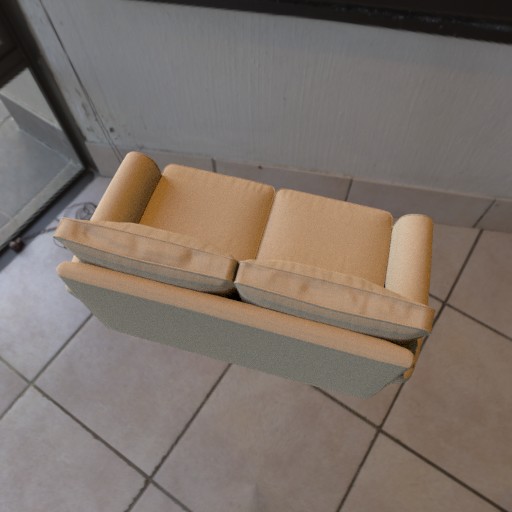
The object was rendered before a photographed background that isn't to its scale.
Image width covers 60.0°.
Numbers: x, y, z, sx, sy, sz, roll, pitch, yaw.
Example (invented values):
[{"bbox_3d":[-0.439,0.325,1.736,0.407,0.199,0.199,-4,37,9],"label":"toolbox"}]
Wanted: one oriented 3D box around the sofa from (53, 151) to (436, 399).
[{"bbox_3d":[0.000,0.000,2.244,1.665,0.937,0.964,14,64,7],"label":"sofa"}]
